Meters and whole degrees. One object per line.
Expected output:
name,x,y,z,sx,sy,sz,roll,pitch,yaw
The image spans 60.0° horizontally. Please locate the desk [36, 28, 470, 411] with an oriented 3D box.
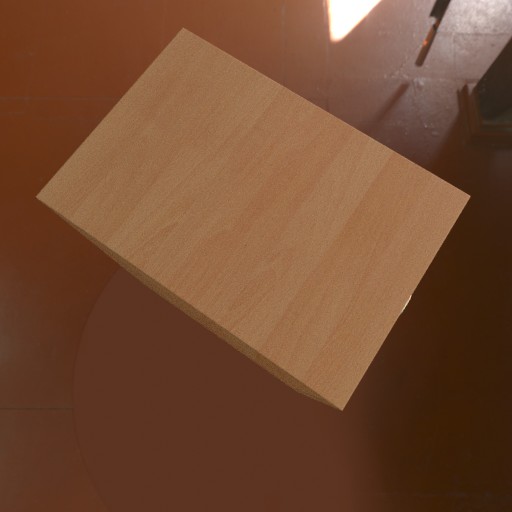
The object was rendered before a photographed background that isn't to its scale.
desk,0.000,0.000,1.078,0.600,0.730,0.404,33,78,8
